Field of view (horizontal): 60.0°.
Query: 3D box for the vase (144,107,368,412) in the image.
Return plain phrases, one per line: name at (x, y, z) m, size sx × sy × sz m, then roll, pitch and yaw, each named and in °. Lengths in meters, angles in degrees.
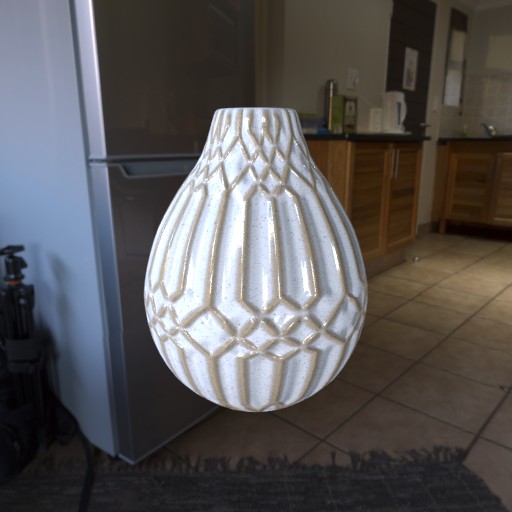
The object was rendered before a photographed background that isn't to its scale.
vase at (0.000, 0.000, 0.319) m, size 0.159 × 0.200 × 0.159 m, roll 0°, pitch 16°, yaw 0°
